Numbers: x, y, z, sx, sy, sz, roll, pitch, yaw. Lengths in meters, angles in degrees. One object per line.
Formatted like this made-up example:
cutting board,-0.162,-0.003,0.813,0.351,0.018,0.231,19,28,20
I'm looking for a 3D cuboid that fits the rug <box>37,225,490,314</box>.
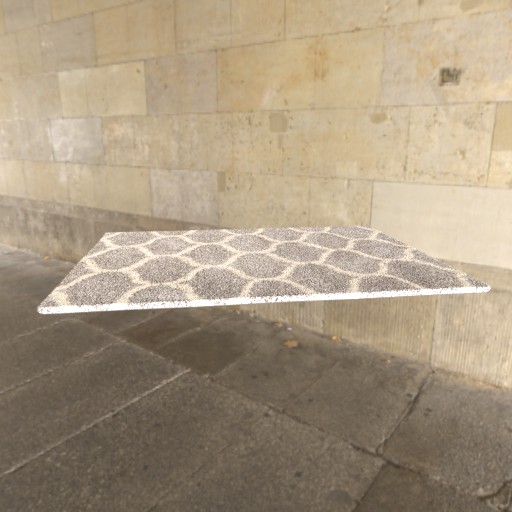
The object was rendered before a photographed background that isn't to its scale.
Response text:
rug,0.000,0.000,2.105,1.600,0.025,1.200,-2,15,-8
